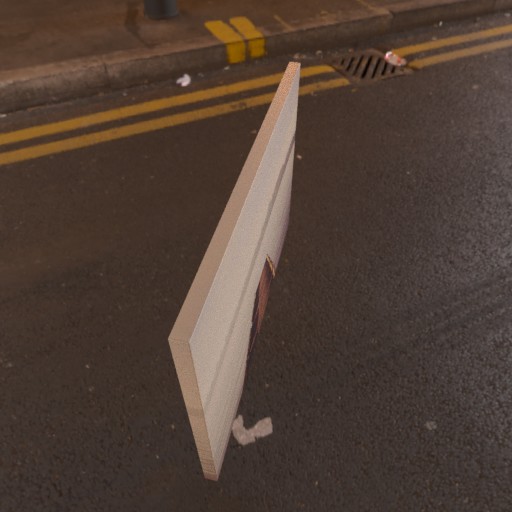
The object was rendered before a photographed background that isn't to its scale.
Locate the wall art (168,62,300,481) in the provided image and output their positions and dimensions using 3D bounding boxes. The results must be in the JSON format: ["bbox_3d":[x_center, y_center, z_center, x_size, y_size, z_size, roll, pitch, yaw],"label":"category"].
[{"bbox_3d":[0.000,0.000,0.764,0.021,0.410,0.615,10,48,9],"label":"wall art"}]
